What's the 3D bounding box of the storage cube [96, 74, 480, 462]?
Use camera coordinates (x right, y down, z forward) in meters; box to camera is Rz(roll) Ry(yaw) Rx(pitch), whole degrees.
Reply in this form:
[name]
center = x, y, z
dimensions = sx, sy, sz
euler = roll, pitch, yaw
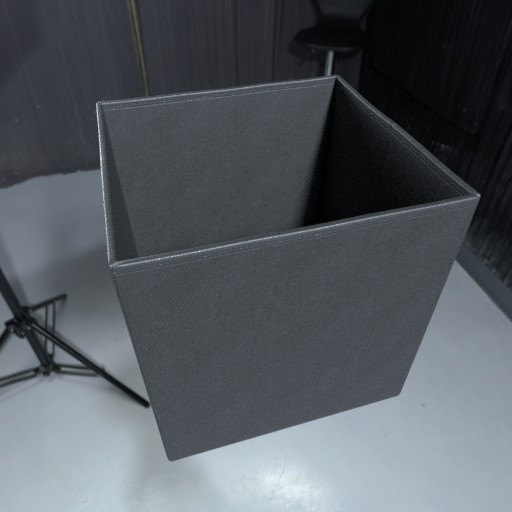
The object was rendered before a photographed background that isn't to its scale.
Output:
[storage cube]
center = 0.000, 0.000, 0.482
dimensions = 0.270, 0.280, 0.270
euler = -11, 43, -12
